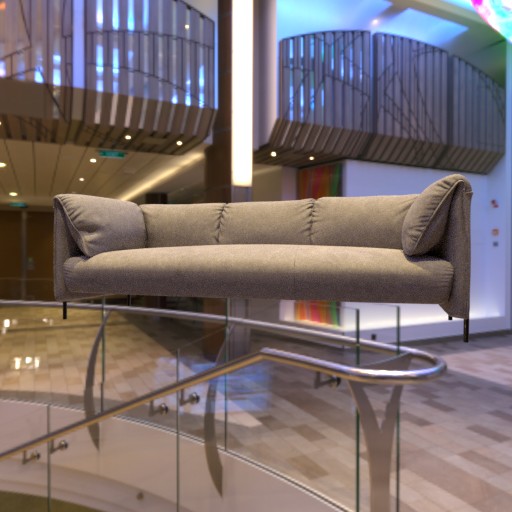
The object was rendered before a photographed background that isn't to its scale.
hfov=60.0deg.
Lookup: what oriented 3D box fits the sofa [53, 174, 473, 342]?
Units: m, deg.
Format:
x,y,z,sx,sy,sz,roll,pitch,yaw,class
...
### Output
x,y,z,sx,sy,sz,roll,pitch,yaw,class
0.000,0.000,2.628,2.238,0.758,0.899,0,1,18,sofa
